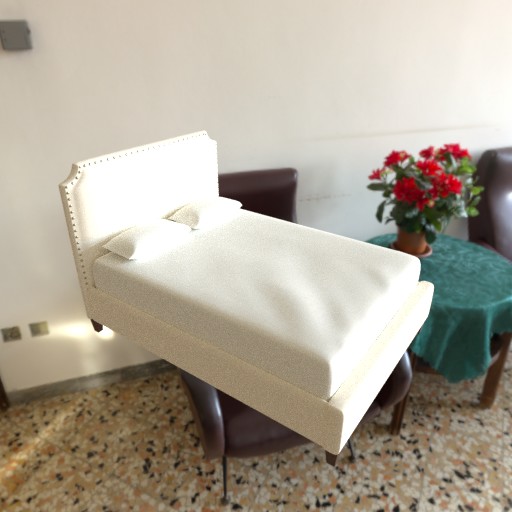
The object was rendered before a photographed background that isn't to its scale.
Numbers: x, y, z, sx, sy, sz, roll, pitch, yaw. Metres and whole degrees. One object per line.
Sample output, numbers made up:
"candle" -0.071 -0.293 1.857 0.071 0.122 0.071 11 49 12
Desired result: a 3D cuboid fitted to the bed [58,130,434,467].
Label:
"bed" 0.000 0.000 3.477 2.365 1.443 1.712 18 32 31
